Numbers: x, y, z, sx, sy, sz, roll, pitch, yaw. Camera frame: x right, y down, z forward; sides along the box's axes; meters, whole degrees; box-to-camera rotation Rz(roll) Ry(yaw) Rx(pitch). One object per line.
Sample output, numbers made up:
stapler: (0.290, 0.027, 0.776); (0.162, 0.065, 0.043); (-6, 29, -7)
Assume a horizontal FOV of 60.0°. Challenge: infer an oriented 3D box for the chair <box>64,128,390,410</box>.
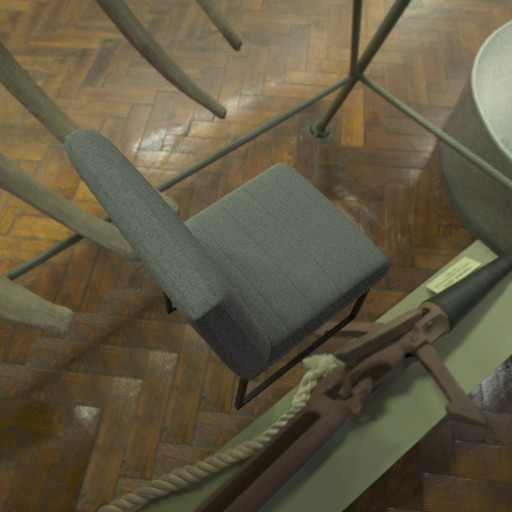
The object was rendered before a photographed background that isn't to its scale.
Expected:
chair: (0.000, 0.000, 1.279); (0.634, 0.930, 0.520); (-34, 65, -18)
